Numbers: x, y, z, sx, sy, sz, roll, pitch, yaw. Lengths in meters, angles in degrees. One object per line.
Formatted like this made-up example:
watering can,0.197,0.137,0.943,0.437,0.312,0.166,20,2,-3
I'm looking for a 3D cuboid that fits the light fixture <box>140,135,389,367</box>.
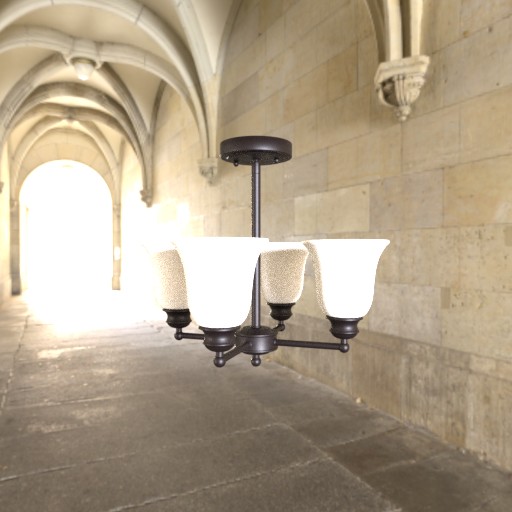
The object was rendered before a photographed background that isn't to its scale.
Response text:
light fixture,0.000,0.000,1.852,1.069,0.925,1.069,0,0,20
